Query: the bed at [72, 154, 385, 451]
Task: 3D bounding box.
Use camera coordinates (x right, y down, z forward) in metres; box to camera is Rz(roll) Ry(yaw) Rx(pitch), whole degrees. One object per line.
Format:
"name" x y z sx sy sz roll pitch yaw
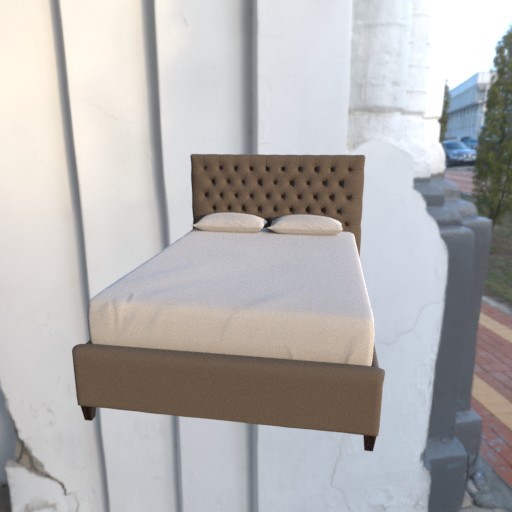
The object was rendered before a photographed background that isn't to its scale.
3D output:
"bed" 0.000 0.000 3.360 1.698 1.427 2.387 2 15 9
